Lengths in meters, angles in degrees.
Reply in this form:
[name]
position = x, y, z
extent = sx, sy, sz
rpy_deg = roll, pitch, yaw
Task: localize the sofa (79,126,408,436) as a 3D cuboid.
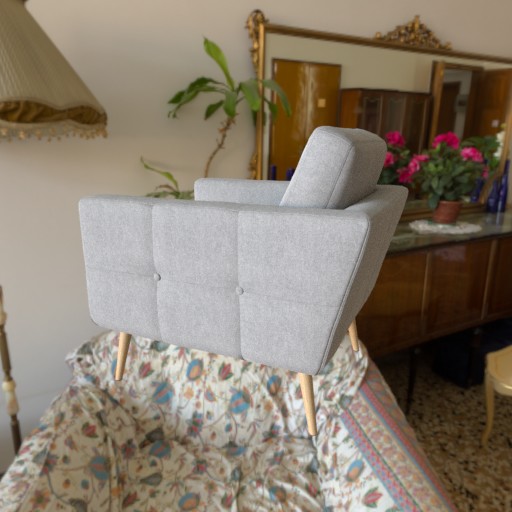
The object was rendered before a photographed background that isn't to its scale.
[sofa]
position = 0.000, 0.000, 1.554
extent = 0.920, 0.860, 0.770
rpy_deg = 7, 16, 24
